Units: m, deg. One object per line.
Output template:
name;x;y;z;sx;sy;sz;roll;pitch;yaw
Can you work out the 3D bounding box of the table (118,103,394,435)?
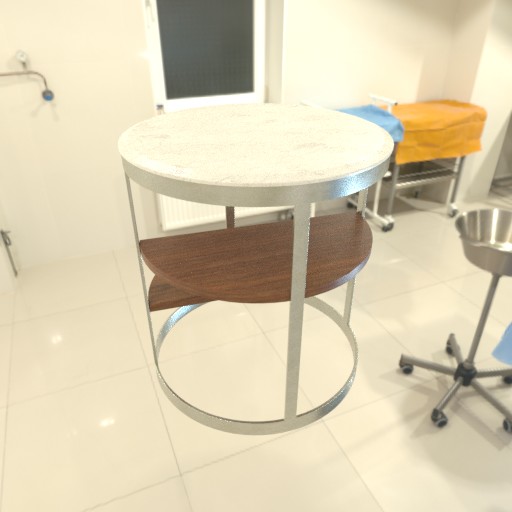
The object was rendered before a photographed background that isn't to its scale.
table;0.000;0.000;0.788;0.407;0.447;0.407;0;31;0
